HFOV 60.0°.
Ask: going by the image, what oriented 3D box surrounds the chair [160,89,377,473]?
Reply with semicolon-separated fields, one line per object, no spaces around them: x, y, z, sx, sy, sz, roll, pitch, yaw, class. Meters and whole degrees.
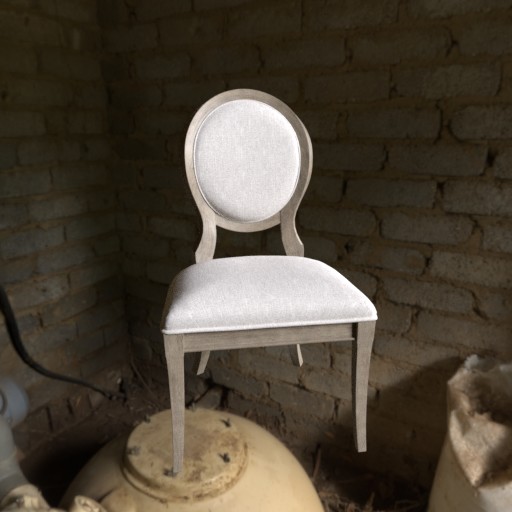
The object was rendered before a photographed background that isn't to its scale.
0.000;0.000;1.348;0.558;0.990;0.602;-2;17;-8;chair
